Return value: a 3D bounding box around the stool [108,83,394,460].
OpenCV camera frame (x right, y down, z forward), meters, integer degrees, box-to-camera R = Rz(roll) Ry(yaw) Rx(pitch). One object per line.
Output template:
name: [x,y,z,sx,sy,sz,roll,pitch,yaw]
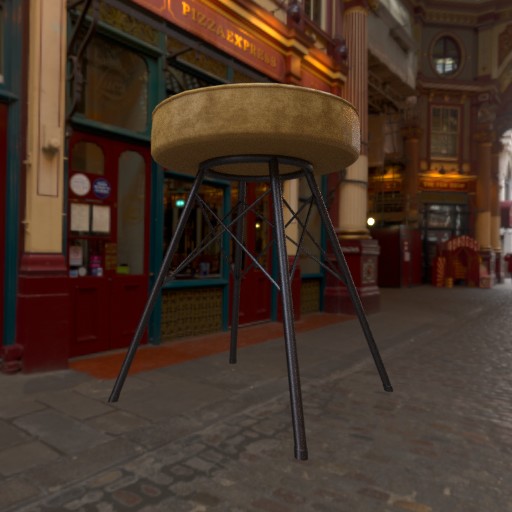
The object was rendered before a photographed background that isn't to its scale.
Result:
stool: [0.000,0.000,0.939,0.472,0.595,0.438,0,0,37]
